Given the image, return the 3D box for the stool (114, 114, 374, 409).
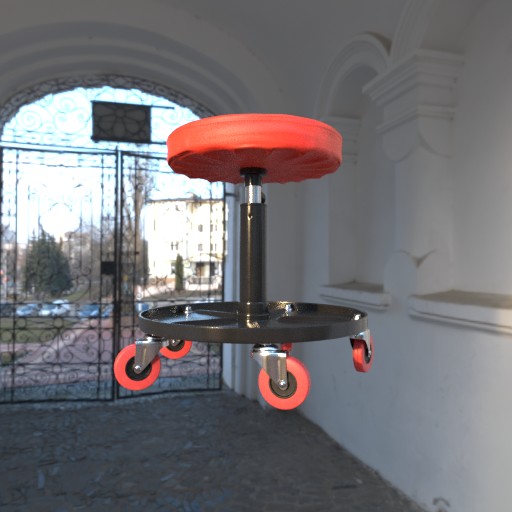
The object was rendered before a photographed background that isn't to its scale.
[{"bbox_3d":[0.000,0.000,0.702,0.381,0.365,0.382,0,-1,1],"label":"stool"}]
